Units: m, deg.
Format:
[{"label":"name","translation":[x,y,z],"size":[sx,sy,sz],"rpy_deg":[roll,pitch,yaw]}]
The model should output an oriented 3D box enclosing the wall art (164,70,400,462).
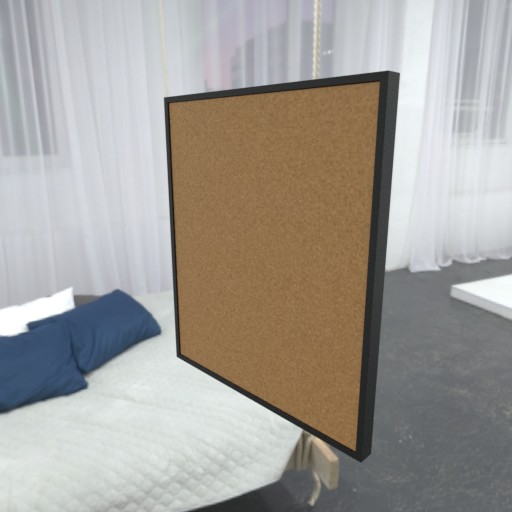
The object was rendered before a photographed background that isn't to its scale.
[{"label":"wall art","translation":[0.000,0.000,0.534],"size":[0.019,0.381,0.330],"rpy_deg":[-14,20,-43]}]
